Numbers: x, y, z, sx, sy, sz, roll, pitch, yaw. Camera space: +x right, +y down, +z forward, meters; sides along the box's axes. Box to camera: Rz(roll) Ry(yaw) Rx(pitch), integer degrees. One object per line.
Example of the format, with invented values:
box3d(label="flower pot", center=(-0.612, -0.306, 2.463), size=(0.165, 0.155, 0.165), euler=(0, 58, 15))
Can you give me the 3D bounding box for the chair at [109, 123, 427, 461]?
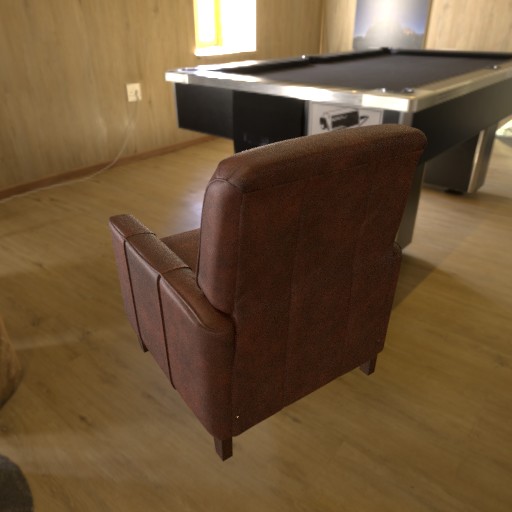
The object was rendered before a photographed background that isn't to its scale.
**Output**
box3d(label="chair", center=(0.000, 0.000, 1.654), size=(0.843, 1.043, 0.836), euler=(-19, 34, -30))
